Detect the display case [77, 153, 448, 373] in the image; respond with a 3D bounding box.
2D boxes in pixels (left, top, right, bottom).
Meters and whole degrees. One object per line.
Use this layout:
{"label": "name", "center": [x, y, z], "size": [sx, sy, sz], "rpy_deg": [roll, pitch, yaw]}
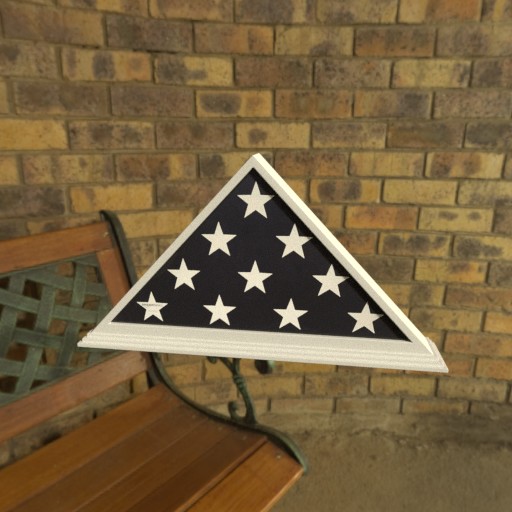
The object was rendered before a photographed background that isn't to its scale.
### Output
{"label": "display case", "center": [0.000, 0.000, 0.758], "size": [0.640, 0.340, 0.095], "rpy_deg": [2, 16, 8]}
